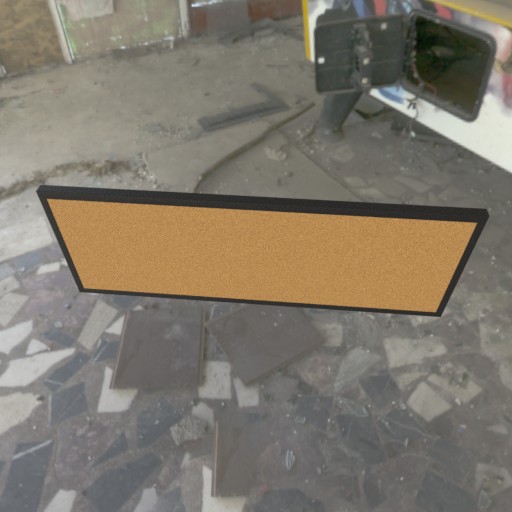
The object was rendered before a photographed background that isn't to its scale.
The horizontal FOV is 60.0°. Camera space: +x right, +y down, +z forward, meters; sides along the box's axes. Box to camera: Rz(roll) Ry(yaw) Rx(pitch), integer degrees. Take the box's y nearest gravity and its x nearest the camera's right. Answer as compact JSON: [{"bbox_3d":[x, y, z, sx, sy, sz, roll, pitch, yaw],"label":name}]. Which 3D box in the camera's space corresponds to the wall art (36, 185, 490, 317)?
[{"bbox_3d":[0.000,0.000,1.740,1.572,0.554,0.041,4,45,4],"label":"wall art"}]
